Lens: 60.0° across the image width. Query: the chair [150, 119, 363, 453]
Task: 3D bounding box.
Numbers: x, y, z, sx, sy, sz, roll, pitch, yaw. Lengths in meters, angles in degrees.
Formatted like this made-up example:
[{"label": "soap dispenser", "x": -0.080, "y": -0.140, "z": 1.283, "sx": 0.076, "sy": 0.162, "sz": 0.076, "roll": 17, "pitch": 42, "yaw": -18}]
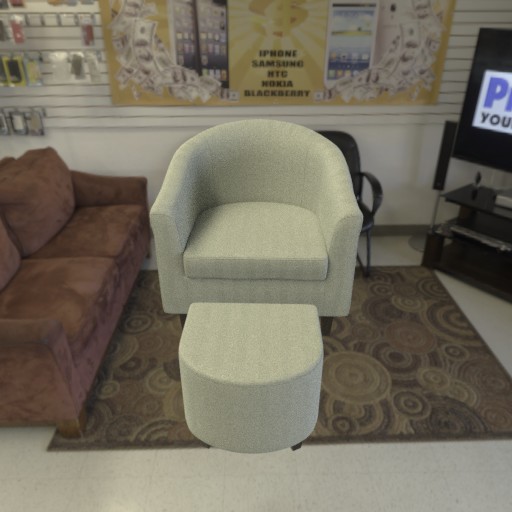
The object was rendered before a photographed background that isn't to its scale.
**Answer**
[{"label": "chair", "x": 0.000, "y": 0.000, "z": 1.676, "sx": 0.756, "sy": 0.757, "sz": 1.288, "roll": 1, "pitch": 29, "yaw": 1}]
